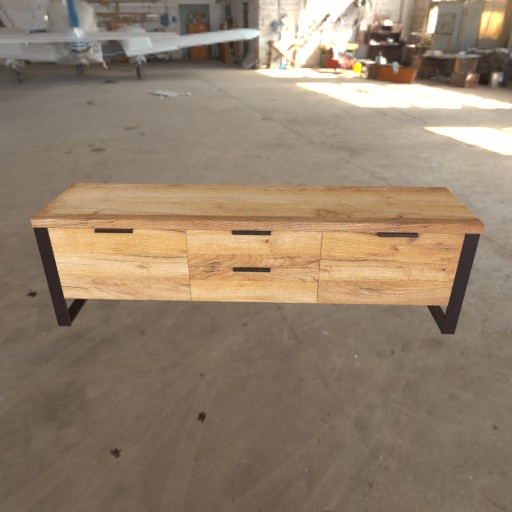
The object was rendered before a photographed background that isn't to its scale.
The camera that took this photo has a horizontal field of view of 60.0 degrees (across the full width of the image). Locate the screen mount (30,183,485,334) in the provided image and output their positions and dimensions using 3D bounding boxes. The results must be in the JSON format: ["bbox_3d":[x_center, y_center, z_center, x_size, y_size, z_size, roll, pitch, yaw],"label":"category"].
[{"bbox_3d":[0.000,0.000,1.748,1.524,0.450,0.395,1,28,2],"label":"screen mount"}]
